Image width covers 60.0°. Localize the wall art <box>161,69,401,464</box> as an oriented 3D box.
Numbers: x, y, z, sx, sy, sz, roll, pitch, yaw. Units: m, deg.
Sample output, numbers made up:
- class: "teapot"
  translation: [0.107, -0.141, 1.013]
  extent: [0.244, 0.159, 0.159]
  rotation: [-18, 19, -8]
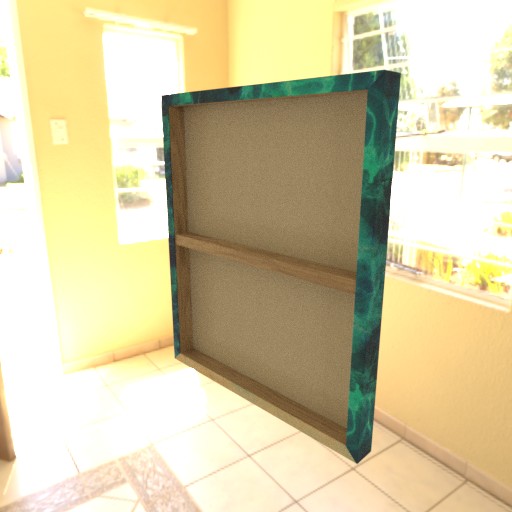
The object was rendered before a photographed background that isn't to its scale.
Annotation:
- class: "wall art"
  translation: [0.000, 0.000, 0.707]
  extent: [0.432, 0.508, 0.038]
  rotation: [14, 21, 43]
